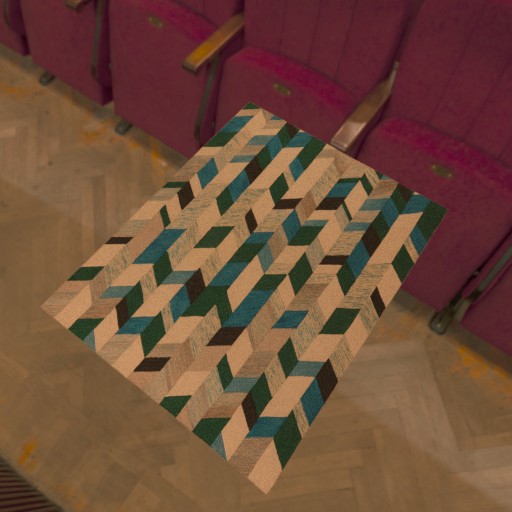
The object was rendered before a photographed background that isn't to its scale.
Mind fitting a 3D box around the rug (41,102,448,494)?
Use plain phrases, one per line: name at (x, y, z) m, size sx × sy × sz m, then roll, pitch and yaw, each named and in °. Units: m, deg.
rug at (0.000, 0.000, 4.086) m, size 2.440 × 0.008 × 3.036 m, roll 33°, pitch 68°, yaw 15°
